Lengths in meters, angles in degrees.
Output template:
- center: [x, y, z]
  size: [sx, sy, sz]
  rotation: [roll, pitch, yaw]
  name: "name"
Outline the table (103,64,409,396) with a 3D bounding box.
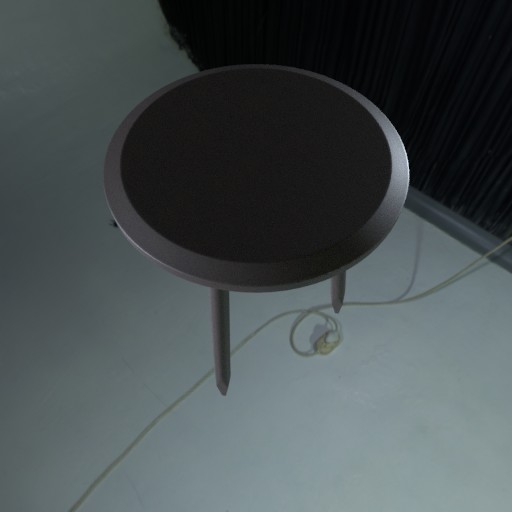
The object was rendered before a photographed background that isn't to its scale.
- center: [0.000, 0.000, 0.910]
  size: [0.457, 0.585, 0.457]
  rotation: [0, 57, 0]
  name: "table"
